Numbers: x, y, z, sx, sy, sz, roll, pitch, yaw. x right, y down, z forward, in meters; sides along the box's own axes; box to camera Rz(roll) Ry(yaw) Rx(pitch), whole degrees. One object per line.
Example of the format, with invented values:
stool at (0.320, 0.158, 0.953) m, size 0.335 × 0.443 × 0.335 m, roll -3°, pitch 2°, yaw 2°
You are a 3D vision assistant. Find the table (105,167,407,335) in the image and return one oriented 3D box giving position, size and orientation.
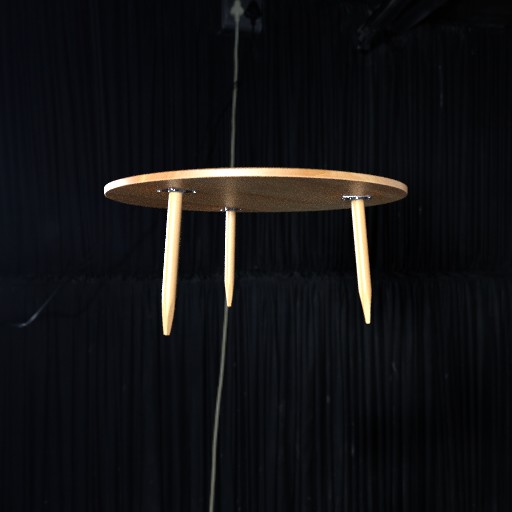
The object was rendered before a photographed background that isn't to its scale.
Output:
table at (0.000, 0.000, 1.395) m, size 0.900 × 0.400 × 0.900 m, roll 0°, pitch 1°, yaw 0°
